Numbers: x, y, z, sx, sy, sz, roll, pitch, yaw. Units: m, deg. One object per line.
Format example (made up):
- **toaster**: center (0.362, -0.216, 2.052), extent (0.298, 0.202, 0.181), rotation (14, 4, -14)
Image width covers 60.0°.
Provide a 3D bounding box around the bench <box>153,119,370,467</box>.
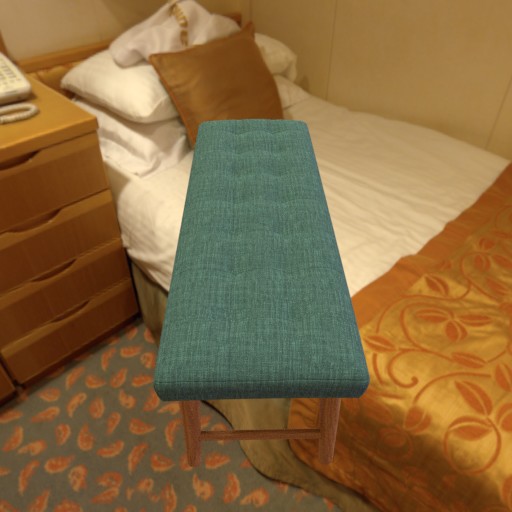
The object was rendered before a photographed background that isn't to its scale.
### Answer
- **bench**: center (0.000, 0.000, 1.348), extent (0.406, 0.432, 1.118), rotation (-1, 41, -1)
